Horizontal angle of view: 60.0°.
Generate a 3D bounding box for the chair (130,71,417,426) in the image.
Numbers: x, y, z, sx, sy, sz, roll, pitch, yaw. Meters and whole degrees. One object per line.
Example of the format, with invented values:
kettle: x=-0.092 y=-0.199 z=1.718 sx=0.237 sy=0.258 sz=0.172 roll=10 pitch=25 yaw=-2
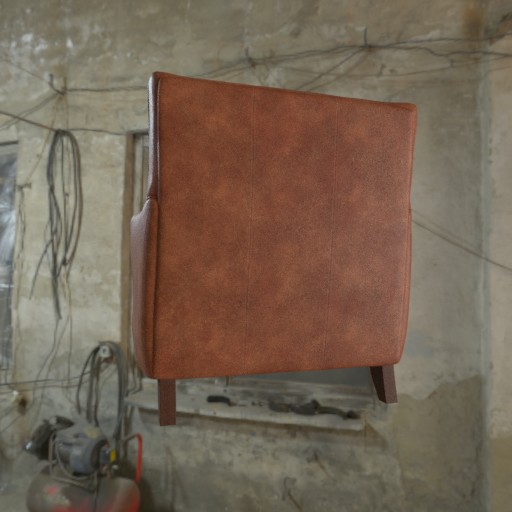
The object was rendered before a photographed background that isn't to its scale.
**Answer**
chair: x=0.000 y=0.000 z=1.615 sx=0.870 sy=0.943 sz=0.823 roll=1 pitch=-2 yaw=-17
